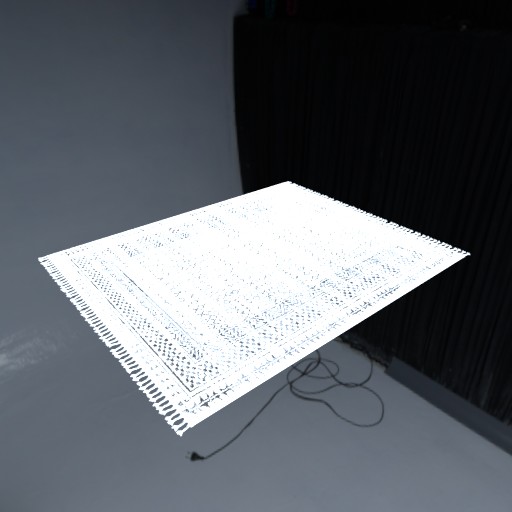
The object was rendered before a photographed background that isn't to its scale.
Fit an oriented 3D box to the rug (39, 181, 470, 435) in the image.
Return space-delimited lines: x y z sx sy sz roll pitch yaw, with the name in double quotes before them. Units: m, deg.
"rug" 0.000 0.000 3.803 2.940 0.013 2.312 -22 37 -34
